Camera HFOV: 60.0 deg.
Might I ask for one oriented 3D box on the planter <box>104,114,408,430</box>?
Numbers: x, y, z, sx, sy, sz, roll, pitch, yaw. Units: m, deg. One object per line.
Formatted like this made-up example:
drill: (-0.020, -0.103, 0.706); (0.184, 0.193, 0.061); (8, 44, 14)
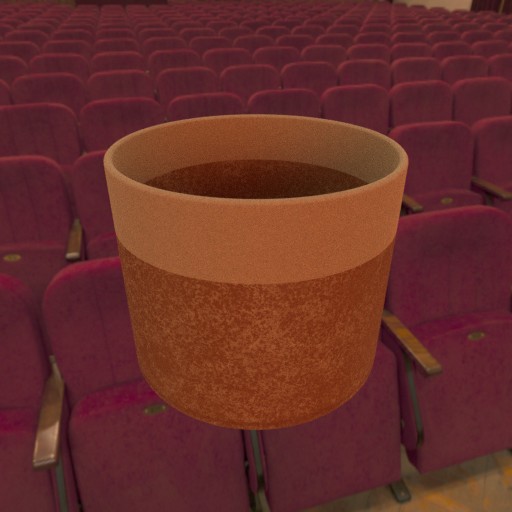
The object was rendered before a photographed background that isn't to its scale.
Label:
planter: (0.000, 0.000, 0.273); (0.159, 0.138, 0.159); (0, 30, 0)
